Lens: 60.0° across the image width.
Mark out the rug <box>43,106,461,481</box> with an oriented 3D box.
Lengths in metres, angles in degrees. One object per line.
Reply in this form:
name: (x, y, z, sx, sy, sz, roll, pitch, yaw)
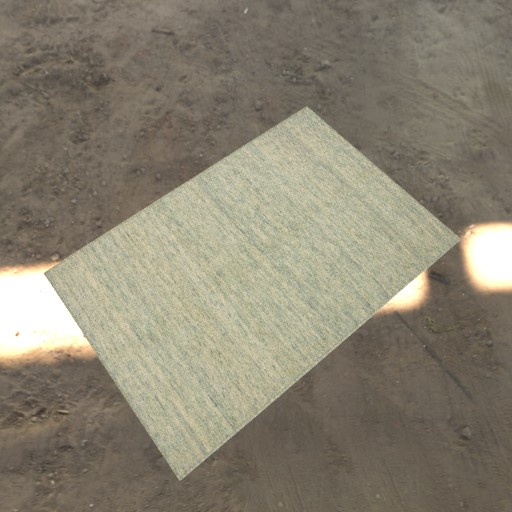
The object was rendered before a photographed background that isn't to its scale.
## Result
rug: (0.000, 0.000, 2.357, 1.850, 0.015, 1.250, -36, 69, -16)
